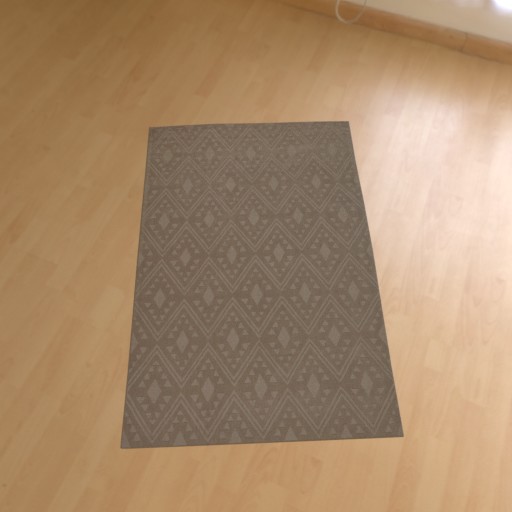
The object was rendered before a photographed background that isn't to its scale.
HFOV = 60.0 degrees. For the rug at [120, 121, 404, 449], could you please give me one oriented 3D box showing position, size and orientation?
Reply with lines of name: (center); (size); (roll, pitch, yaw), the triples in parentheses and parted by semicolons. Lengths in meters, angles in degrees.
rug: (0.000, 0.000, 2.346); (1.252, 0.034, 1.829); (-2, 64, -1)
